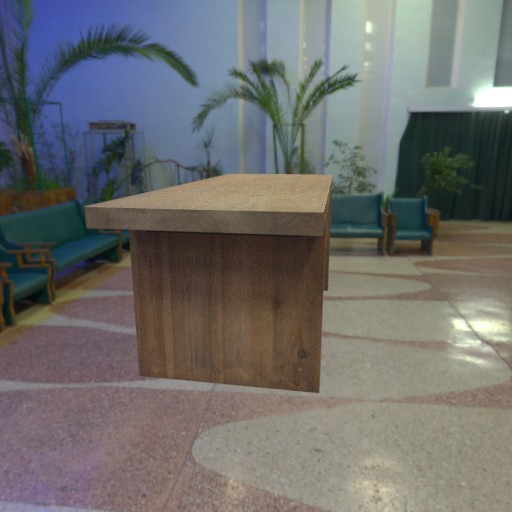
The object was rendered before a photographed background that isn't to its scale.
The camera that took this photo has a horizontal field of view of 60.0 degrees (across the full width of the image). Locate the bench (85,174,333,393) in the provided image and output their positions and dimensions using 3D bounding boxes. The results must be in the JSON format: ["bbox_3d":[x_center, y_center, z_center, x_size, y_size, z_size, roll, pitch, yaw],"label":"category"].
[{"bbox_3d":[0.000,0.000,1.436,0.458,0.458,1.183,2,14,10],"label":"bench"}]
